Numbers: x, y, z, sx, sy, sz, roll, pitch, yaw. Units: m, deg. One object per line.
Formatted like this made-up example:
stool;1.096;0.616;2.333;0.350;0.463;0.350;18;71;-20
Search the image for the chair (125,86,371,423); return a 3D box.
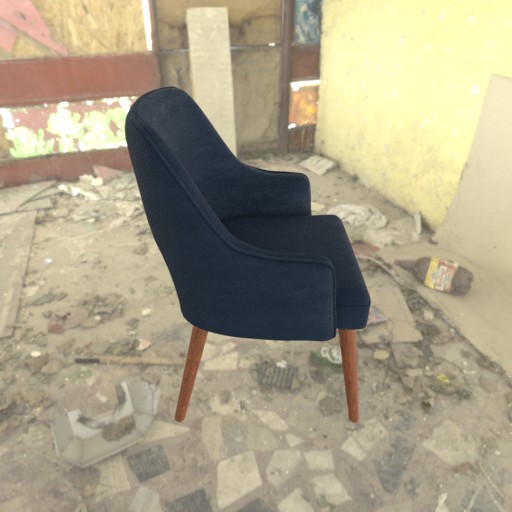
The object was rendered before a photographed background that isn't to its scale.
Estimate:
chair;0.000;0.000;1.237;0.591;0.844;0.559;0;32;0
